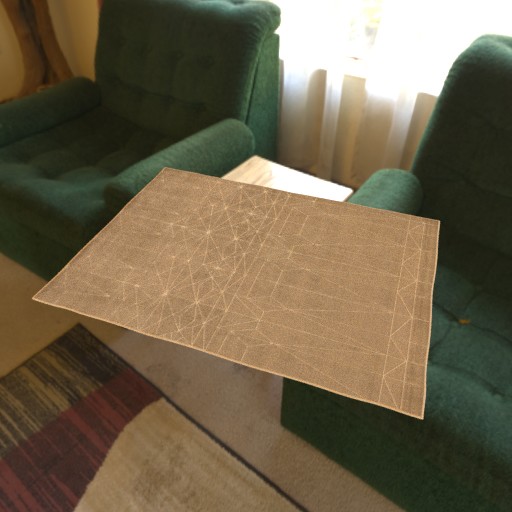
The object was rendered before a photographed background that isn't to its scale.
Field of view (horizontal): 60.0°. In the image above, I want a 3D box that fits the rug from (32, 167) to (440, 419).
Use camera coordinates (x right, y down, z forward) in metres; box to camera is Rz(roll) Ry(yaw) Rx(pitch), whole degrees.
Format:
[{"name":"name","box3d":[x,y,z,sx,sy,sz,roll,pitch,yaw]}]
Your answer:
[{"name":"rug","box3d":[0.000,0.000,4.364,3.357,0.019,2.449,13,43,15]}]
